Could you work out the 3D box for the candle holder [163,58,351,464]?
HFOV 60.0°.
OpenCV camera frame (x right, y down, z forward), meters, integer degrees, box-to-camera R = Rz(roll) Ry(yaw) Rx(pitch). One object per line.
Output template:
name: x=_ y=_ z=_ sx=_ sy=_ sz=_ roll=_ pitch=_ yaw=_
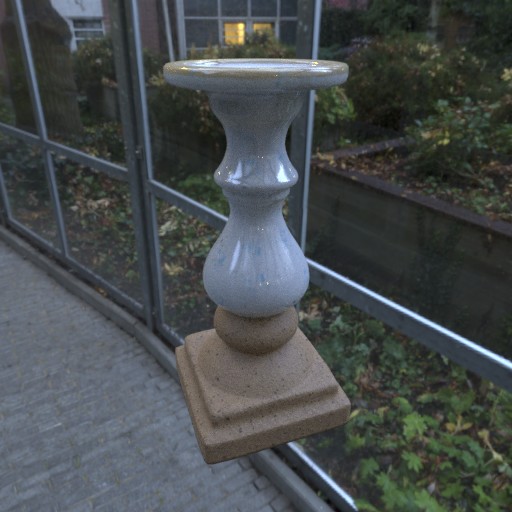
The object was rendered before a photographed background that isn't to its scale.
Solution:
candle holder: x=0.000 y=0.000 z=0.298 sx=0.110 sy=0.239 sz=0.110 roll=-9 pitch=28 yaw=-18
